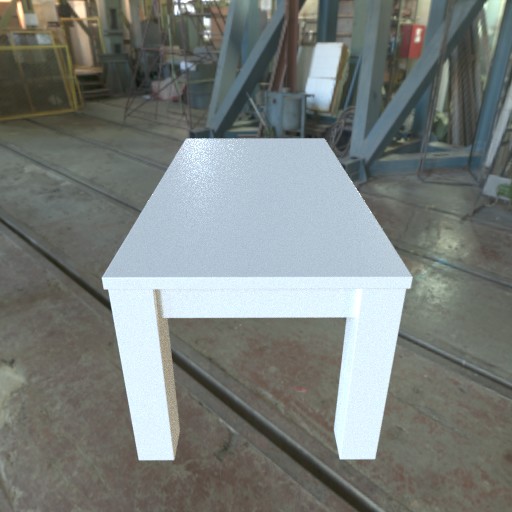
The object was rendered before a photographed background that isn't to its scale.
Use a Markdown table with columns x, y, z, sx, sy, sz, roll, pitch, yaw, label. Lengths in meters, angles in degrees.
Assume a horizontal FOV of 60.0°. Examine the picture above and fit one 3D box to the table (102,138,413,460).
| x | y | z | sx | sy | sz | roll | pitch | yaw | label |
| --- | --- | --- | --- | --- | --- | --- | --- | --- | --- |
| 0.000 | 0.000 | 2.261 | 0.900 | 0.790 | 1.800 | 0 | 27 | 0 | table |
